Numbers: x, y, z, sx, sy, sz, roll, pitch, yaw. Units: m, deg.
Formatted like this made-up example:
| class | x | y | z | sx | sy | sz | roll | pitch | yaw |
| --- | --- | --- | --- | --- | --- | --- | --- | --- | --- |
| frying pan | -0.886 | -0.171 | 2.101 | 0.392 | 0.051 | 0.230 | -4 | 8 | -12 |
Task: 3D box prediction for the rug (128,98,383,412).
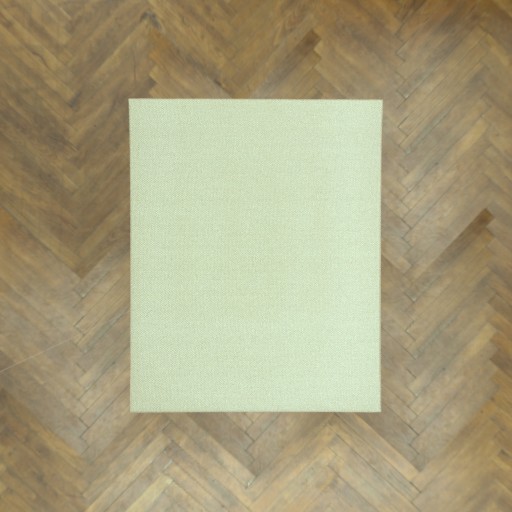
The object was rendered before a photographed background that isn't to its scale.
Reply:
| class | x | y | z | sx | sy | sz | roll | pitch | yaw |
| --- | --- | --- | --- | --- | --- | --- | --- | --- | --- |
| rug | 0.000 | 0.000 | 4.295 | 2.462 | 0.018 | 3.039 | 0 | 90 | 0 |
